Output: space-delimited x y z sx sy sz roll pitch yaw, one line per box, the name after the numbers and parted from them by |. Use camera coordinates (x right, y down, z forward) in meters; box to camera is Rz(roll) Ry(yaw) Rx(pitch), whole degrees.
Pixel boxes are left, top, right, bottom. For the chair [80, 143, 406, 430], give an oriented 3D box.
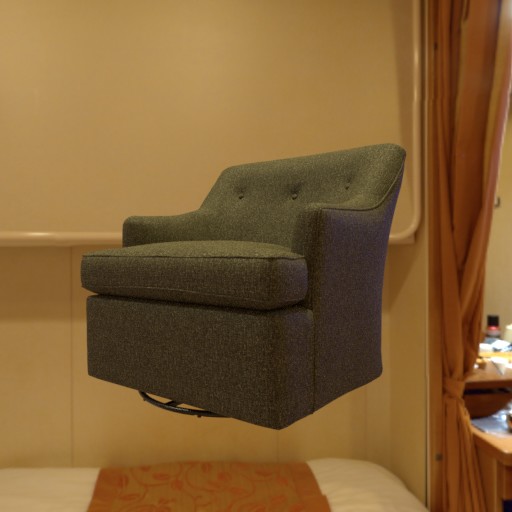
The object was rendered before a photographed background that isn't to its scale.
0.000 0.000 1.572 0.864 0.856 0.923 0 1 37 | chair
